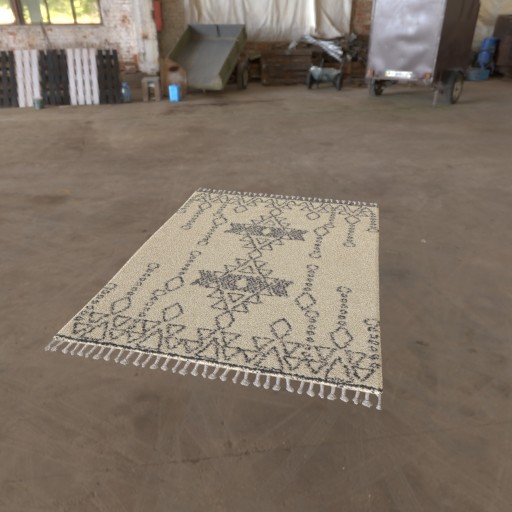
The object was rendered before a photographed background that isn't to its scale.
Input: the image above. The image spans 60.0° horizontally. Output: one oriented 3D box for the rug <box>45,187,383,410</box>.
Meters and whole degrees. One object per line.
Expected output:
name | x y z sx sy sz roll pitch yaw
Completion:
rug | 0.000 0.000 3.909 2.125 0.028 3.027 6 30 11
